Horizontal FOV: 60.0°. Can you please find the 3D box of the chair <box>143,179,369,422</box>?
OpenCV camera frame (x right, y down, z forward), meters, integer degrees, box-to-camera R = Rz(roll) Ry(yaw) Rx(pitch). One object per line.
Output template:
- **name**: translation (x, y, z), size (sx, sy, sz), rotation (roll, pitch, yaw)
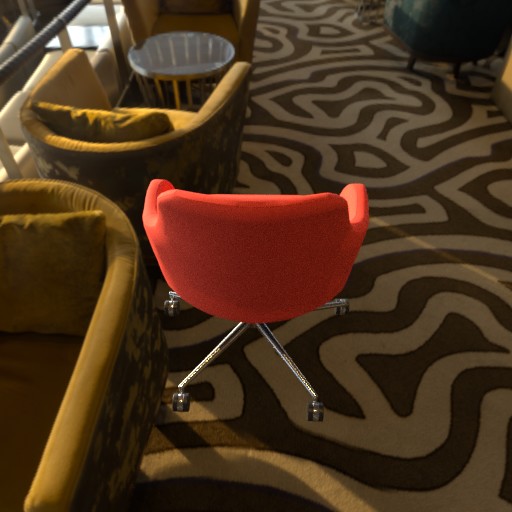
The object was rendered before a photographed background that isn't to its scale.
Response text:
- **chair**: translation (0.000, 0.000, 1.244), size (0.655, 0.820, 0.600), rotation (1, 46, 1)
